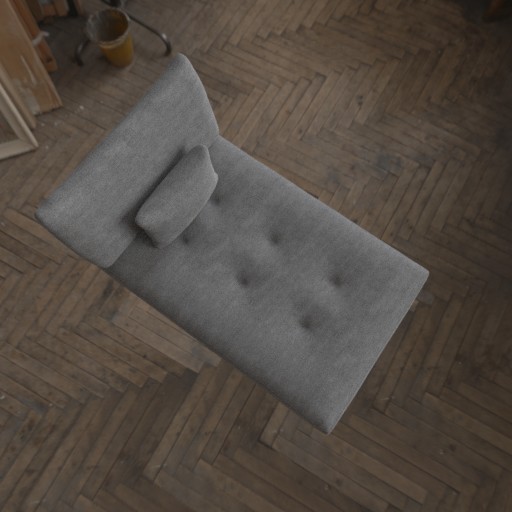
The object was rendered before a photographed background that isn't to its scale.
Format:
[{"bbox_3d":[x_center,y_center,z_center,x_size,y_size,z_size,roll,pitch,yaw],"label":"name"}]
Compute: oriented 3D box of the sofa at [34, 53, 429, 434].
[{"bbox_3d":[0.000,0.000,2.011,1.450,0.820,0.930,35,77,9],"label":"sofa"}]
